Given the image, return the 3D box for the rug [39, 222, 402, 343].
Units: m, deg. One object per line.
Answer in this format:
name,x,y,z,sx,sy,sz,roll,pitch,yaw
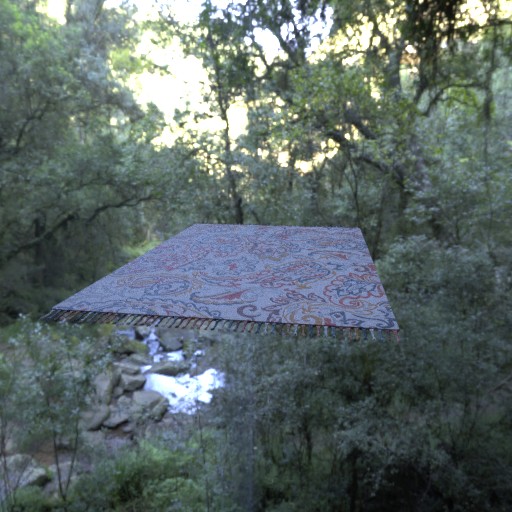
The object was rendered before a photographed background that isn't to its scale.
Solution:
rug,0.000,0.000,2.380,1.218,0.010,1.997,2,14,9
